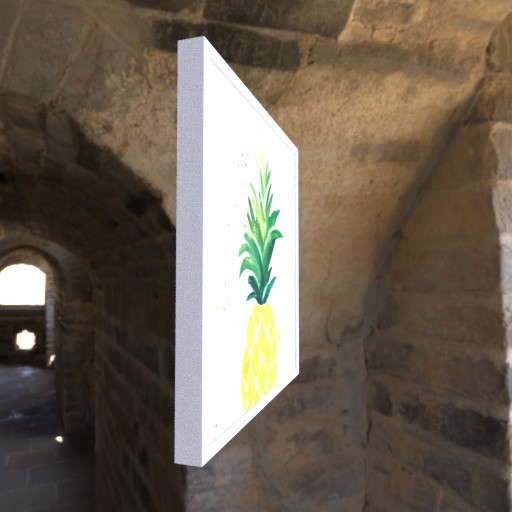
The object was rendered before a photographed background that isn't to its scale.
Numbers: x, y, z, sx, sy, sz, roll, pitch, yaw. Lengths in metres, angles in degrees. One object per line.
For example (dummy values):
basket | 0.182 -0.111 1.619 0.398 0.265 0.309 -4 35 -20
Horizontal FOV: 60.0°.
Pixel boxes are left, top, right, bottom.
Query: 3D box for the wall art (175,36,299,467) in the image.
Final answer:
wall art | 0.000 0.000 0.767 0.035 0.507 0.508 -1 -3 18
